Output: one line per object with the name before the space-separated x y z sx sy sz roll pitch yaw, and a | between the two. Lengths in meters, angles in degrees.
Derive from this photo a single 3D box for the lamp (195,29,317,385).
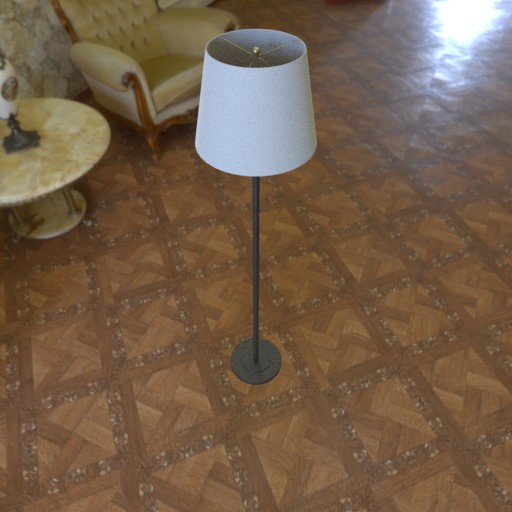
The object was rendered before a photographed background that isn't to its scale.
lamp | 0.000 0.000 1.616 0.348 1.473 0.348 -17 48 -16
